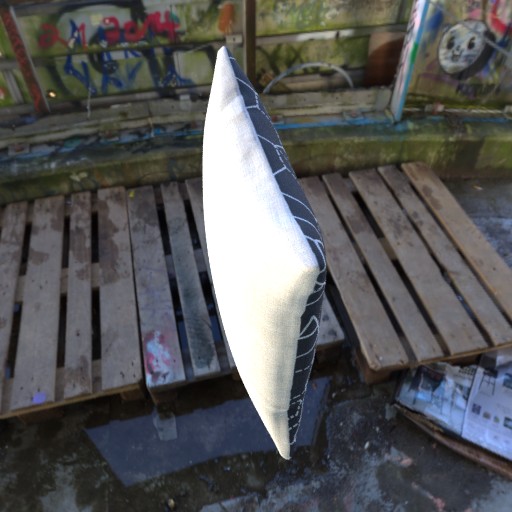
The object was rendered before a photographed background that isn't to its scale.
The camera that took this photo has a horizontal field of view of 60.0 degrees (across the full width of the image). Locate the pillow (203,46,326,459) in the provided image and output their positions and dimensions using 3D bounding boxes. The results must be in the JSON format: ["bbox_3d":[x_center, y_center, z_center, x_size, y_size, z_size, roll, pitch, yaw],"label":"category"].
[{"bbox_3d":[0.000,0.000,0.761,0.158,0.508,0.517,-9,48,-8],"label":"pillow"}]
